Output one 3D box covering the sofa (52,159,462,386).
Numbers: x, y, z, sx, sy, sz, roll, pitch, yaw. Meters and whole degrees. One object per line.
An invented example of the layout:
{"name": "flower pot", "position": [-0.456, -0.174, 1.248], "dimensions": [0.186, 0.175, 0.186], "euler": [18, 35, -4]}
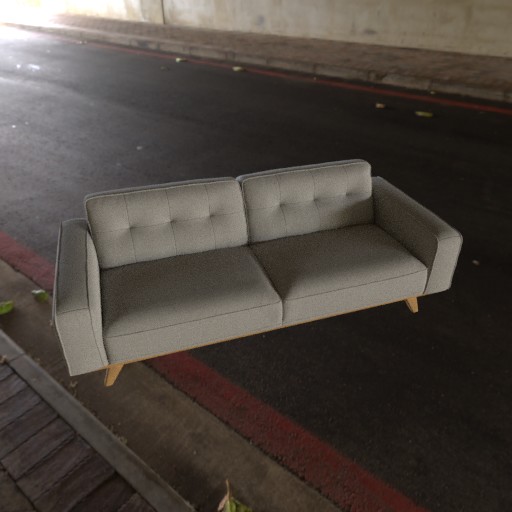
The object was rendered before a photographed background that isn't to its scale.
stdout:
{"name": "sofa", "position": [0.000, 0.000, 2.739], "dimensions": [2.270, 0.781, 0.956], "euler": [-10, 34, -15]}
